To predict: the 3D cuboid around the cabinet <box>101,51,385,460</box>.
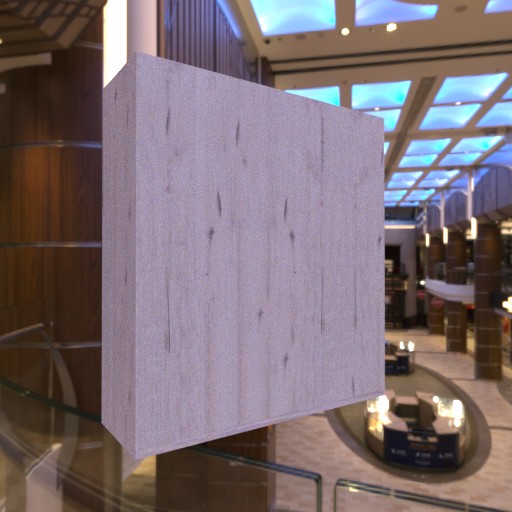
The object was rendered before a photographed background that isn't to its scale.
[{"bbox_3d":[0.000,0.000,3.197,2.000,2.180,0.660,0,-1,-34],"label":"cabinet"}]
